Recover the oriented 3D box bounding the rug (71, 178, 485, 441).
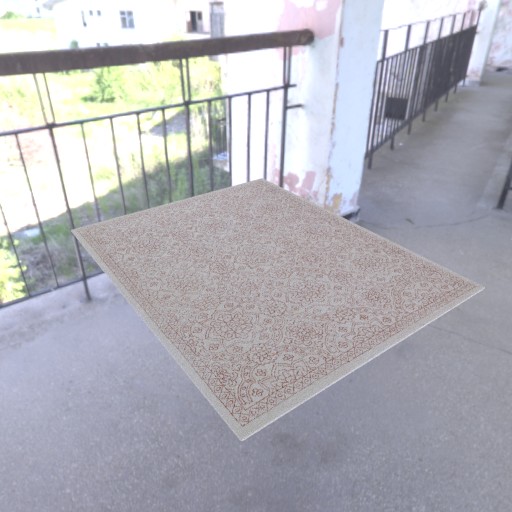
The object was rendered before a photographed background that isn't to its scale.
[{"bbox_3d":[0.000,0.000,4.076,2.441,0.015,3.050,-21,37,-30],"label":"rug"}]
